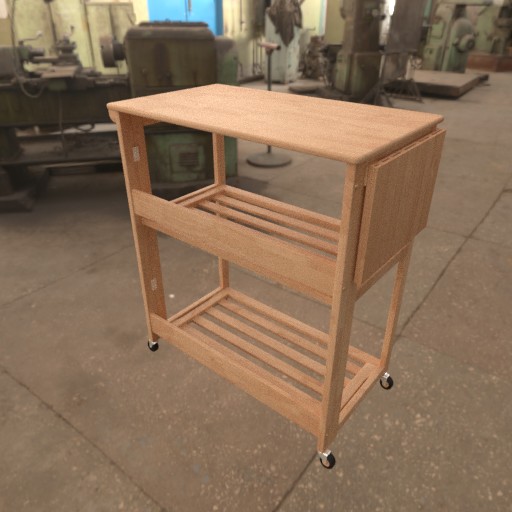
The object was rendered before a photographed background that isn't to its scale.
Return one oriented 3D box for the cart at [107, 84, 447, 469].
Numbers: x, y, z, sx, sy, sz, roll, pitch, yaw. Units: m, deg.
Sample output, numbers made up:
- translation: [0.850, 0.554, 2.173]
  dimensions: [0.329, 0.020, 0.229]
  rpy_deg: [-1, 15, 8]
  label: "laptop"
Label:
- translation: [0.000, 0.000, 1.355]
  dimensions: [0.853, 0.879, 0.432]
  rpy_deg: [22, 37, 33]
  label: "cart"
